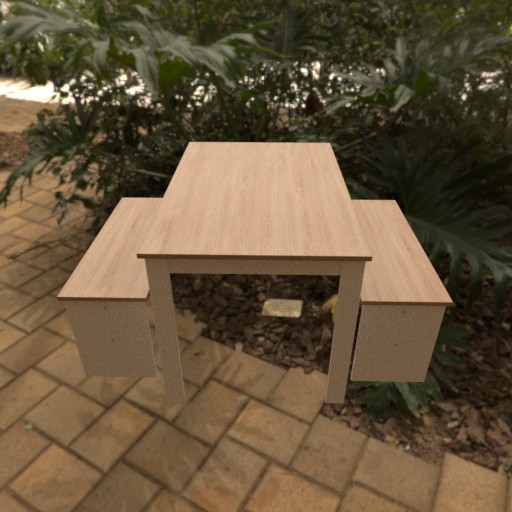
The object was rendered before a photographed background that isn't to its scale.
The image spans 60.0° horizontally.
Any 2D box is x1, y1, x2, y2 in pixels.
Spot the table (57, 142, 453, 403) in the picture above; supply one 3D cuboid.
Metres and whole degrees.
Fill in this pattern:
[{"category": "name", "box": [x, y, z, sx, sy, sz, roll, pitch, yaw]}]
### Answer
[{"category": "table", "box": [0.000, 0.000, 2.022, 1.443, 0.700, 1.100, 1, 32, 1]}]
